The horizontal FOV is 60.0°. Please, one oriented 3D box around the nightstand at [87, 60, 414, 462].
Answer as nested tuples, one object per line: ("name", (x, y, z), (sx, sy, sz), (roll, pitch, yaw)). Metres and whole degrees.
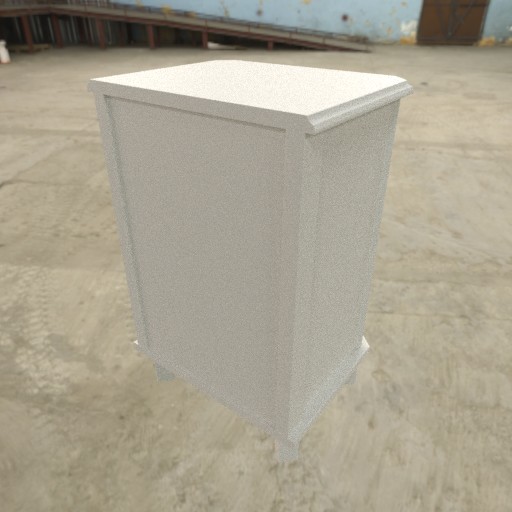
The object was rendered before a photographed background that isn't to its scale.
("nightstand", (0.000, 0.000, 0.903), (0.435, 0.681, 0.351), (21, 37, 31))
